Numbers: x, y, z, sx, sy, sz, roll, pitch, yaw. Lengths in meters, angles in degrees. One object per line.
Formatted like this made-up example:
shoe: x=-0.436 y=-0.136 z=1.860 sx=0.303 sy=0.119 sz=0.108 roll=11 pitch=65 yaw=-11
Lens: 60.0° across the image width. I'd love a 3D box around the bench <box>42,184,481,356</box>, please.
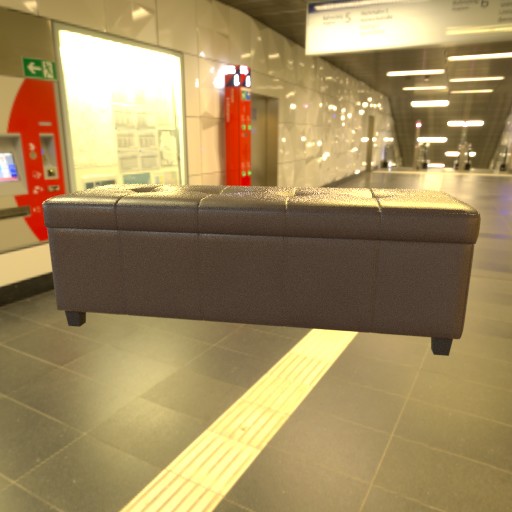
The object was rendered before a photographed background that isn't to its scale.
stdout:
bench: x=0.000 y=0.000 z=1.441 sx=1.219 sy=0.417 sz=0.450 roll=3 pitch=15 yaw=10
